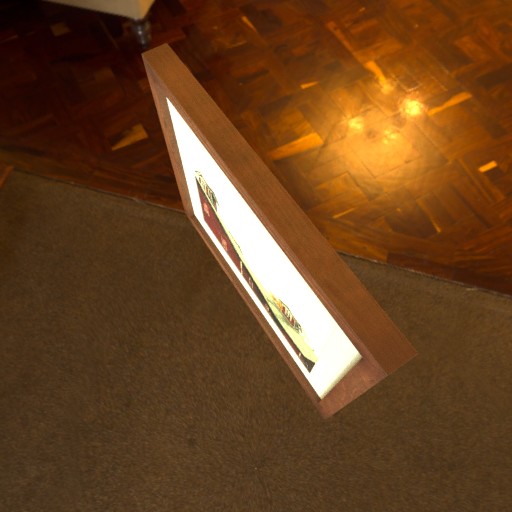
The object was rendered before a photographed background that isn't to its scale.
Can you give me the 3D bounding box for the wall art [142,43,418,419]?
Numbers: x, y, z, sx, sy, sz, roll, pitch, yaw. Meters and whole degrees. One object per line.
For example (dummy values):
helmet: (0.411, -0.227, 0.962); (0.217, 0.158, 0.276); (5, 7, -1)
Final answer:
wall art: (0.000, 0.000, 0.550); (0.030, 0.328, 0.401); (-30, 68, -14)
